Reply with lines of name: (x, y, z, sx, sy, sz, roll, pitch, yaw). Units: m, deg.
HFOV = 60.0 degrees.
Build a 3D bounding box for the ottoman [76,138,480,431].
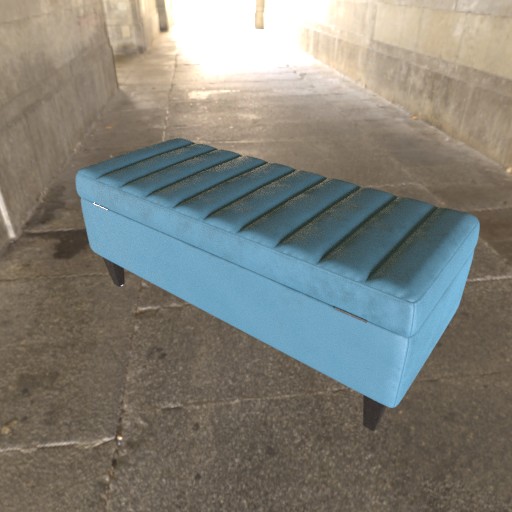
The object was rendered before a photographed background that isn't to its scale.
ottoman: (0.000, 0.000, 1.405, 1.151, 0.469, 0.482, 22, 38, 31)
